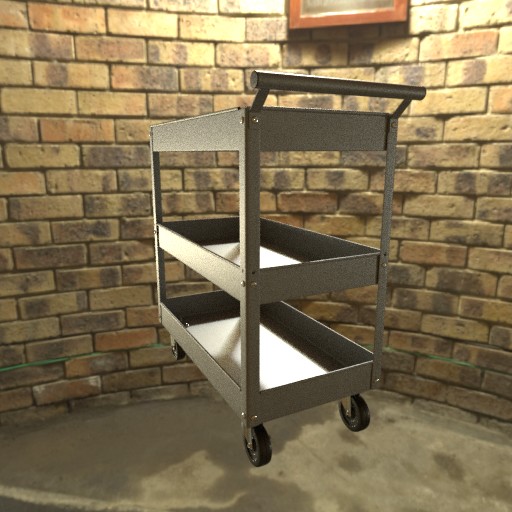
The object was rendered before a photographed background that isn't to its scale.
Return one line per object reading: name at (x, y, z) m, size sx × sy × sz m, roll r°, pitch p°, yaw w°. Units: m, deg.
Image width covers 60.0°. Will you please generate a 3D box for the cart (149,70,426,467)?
cart at (0.000, 0.000, 1.165) m, size 0.366 × 0.780 × 0.719 m, roll -7°, pitch 15°, yaw -27°
